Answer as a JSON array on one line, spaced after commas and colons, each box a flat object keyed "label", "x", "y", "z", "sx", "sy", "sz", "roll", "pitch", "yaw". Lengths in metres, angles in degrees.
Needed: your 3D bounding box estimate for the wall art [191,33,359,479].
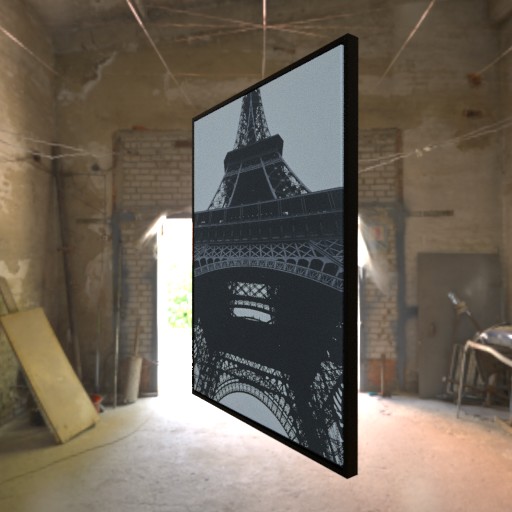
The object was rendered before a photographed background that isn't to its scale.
[{"label": "wall art", "x": 0.000, "y": 0.000, "z": 1.393, "sx": 0.040, "sy": 1.062, "sz": 0.805, "roll": 0, "pitch": 0, "yaw": -35}]
